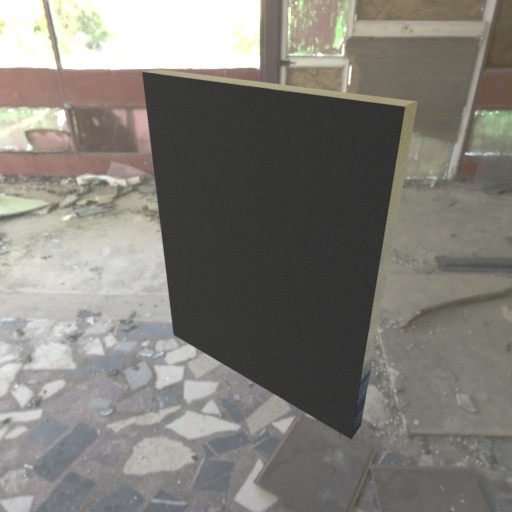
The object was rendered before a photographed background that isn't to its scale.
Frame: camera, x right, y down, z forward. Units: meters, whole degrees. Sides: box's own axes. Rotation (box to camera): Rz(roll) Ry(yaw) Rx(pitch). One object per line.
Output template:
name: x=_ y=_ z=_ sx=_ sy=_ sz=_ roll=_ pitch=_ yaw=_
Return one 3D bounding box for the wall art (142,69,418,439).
wall art: x=0.000 y=0.000 z=0.830 sx=0.489 sy=0.608 sz=0.040 roll=21 pitch=36 yaw=32
